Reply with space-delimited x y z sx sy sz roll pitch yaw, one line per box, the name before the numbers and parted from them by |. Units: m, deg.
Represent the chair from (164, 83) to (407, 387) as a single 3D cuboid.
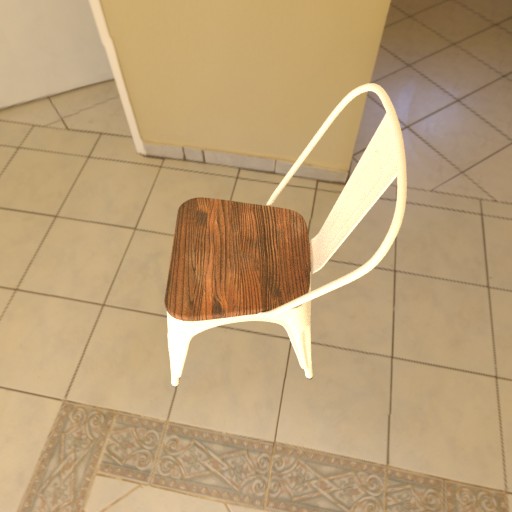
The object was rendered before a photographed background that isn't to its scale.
chair | 0.000 0.000 1.149 0.521 0.851 0.452 1 58 1
